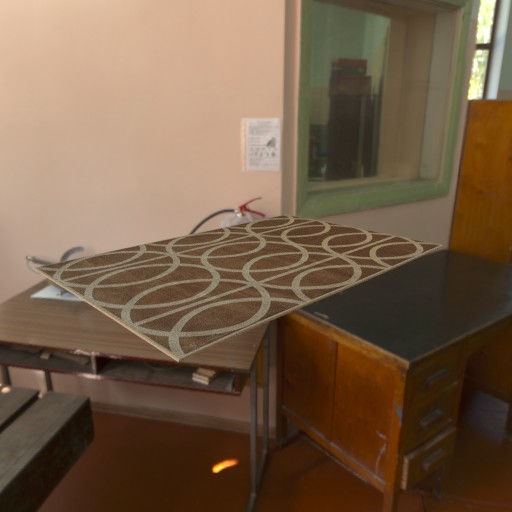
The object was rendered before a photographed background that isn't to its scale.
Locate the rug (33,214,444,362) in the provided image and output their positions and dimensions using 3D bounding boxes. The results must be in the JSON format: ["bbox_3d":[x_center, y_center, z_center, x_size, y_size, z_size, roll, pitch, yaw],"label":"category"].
[{"bbox_3d":[0.000,0.000,2.925,2.290,0.014,1.526,-16,23,-42],"label":"rug"}]
